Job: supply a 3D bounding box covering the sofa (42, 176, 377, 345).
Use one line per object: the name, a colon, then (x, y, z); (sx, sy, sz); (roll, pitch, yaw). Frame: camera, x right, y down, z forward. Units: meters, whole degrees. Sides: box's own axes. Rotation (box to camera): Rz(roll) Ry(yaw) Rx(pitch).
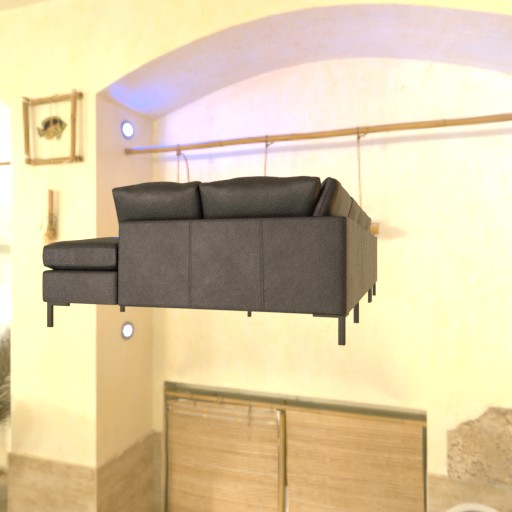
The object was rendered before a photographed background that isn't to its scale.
sofa: (0.000, 0.000, 3.919); (1.939, 0.900, 2.956); (0, 0, 18)
